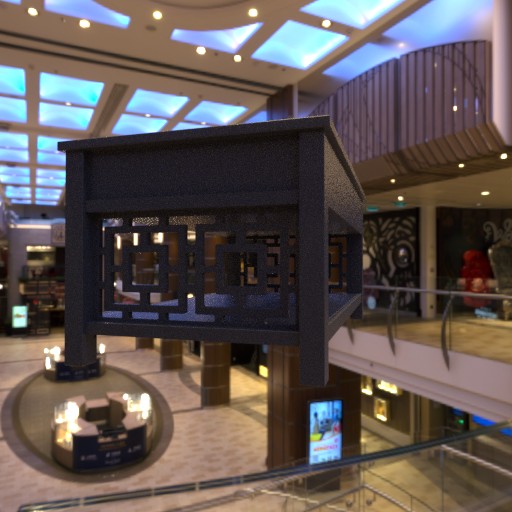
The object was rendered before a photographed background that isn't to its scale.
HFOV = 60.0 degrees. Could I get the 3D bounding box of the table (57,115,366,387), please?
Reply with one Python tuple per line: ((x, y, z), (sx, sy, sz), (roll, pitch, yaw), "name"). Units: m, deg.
((0.000, 0.000, 1.396), (0.612, 0.493, 1.068), (0, -1, 17), "table")
